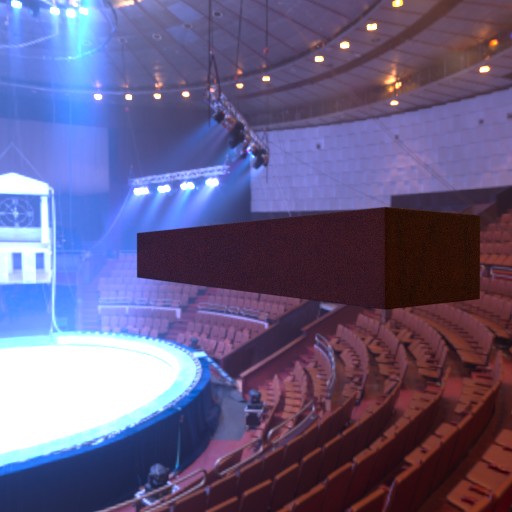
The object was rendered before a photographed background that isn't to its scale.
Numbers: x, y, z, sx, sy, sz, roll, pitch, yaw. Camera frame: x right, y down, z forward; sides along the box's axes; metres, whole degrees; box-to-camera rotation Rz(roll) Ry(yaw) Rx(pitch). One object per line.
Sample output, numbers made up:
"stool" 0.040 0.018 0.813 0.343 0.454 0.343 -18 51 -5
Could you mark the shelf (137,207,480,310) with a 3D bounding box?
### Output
"shelf" 0.000 0.000 0.671 0.152 0.088 0.607 0 0 -35
